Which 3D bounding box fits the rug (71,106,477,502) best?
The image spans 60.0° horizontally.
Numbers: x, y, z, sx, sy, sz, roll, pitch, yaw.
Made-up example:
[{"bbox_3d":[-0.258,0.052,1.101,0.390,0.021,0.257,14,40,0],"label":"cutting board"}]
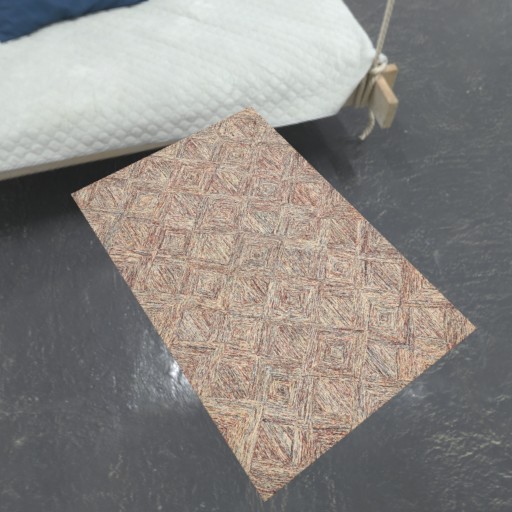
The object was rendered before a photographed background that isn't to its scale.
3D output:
[{"bbox_3d":[0.000,0.000,2.823,1.523,0.019,2.285,-32,65,-17],"label":"rug"}]
